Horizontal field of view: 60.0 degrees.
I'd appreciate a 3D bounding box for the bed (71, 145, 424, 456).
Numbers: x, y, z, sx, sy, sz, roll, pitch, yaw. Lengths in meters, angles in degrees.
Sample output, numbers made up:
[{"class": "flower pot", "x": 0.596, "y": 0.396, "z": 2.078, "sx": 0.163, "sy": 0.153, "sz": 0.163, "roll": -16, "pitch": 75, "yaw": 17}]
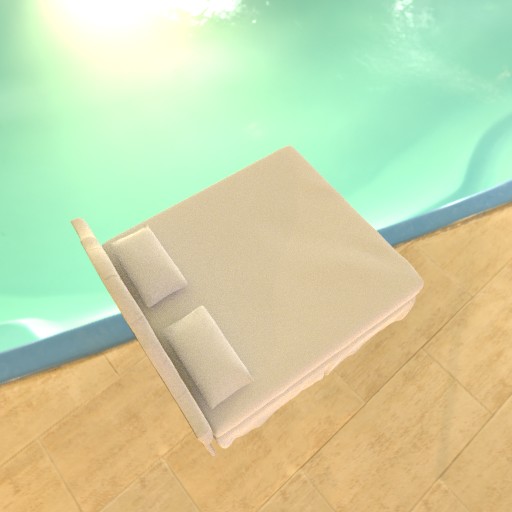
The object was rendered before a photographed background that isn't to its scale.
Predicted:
[{"class": "bed", "x": 0.000, "y": 0.000, "z": 3.635, "sx": 2.214, "sy": 1.615, "sz": 2.008, "roll": -31, "pitch": 65, "yaw": -16}]
